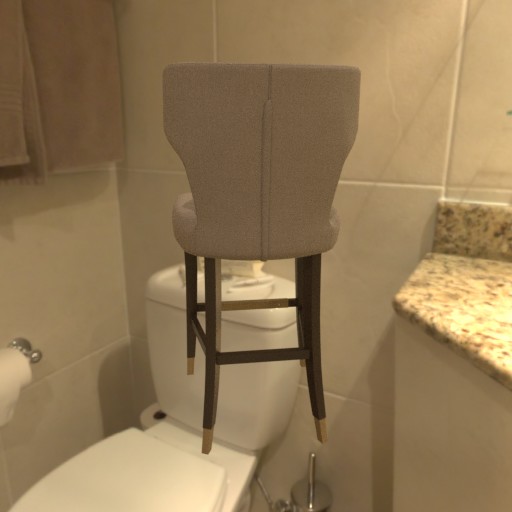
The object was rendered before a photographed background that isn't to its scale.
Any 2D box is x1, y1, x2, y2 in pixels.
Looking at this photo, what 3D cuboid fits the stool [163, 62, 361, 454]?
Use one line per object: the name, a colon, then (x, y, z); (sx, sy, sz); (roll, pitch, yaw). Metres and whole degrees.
stool: (0.000, 0.000, 1.419); (0.526, 1.092, 0.563); (-2, 16, -7)
